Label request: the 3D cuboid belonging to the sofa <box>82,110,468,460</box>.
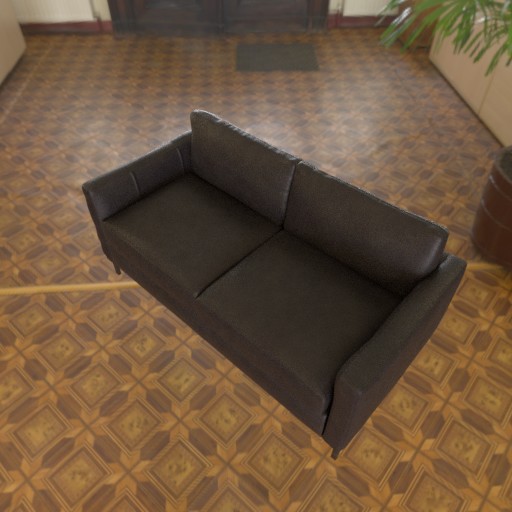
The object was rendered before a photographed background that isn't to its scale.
[{"bbox_3d":[0.000,0.000,2.312,1.805,0.883,0.947,31,53,27],"label":"sofa"}]
